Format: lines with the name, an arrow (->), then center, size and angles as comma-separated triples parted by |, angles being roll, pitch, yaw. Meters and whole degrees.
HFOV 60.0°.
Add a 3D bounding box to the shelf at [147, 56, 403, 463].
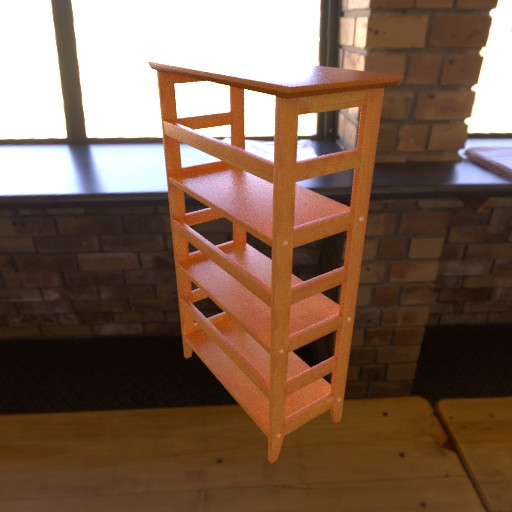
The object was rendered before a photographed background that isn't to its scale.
shelf -> 0.000, 0.000, 1.355 | 0.305, 1.067, 0.660 | -18, 33, -30
